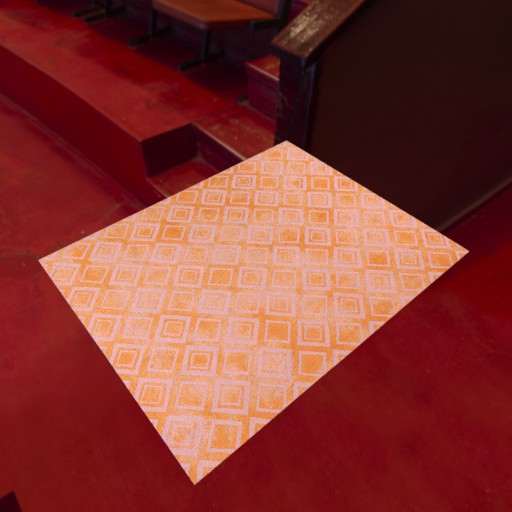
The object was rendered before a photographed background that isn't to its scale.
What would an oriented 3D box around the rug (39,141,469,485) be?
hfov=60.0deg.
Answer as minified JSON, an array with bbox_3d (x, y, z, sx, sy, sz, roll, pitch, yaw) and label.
[{"bbox_3d":[0.000,0.000,3.991,3.037,0.011,2.433,-32,54,-27],"label":"rug"}]
